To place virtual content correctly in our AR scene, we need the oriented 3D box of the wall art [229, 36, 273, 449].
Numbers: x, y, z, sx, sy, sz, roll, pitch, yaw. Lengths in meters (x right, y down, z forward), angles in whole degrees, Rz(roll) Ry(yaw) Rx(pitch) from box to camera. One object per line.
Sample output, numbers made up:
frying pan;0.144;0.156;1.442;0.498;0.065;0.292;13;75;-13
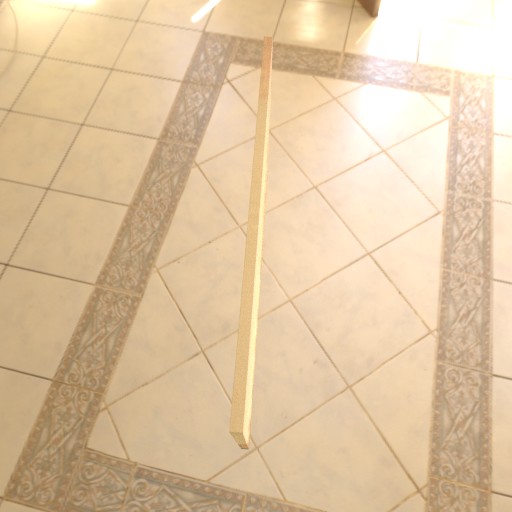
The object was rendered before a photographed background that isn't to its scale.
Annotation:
wall art;0.000;0.000;1.950;0.038;1.012;1.525;3;64;2
